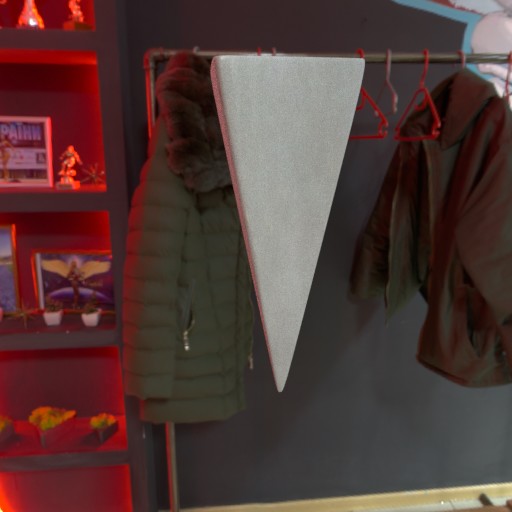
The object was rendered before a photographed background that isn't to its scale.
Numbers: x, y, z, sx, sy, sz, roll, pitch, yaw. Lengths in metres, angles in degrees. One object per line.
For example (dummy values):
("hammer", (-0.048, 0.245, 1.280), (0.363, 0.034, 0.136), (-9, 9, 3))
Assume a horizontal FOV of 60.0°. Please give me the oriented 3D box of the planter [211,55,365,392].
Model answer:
("planter", (0.000, 0.000, 0.154), (0.058, 0.130, 0.047), (7, 16, 26))
